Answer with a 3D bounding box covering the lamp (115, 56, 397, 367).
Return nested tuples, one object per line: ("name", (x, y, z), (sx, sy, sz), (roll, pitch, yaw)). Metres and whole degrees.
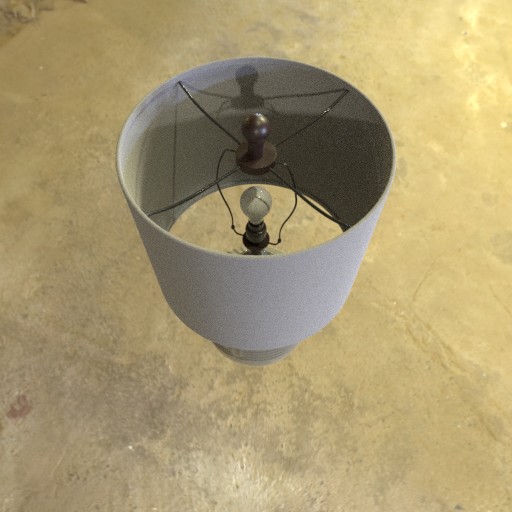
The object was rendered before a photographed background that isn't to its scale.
("lamp", (0.000, 0.000, 0.718), (0.318, 0.567, 0.318), (0, 58, 0))
